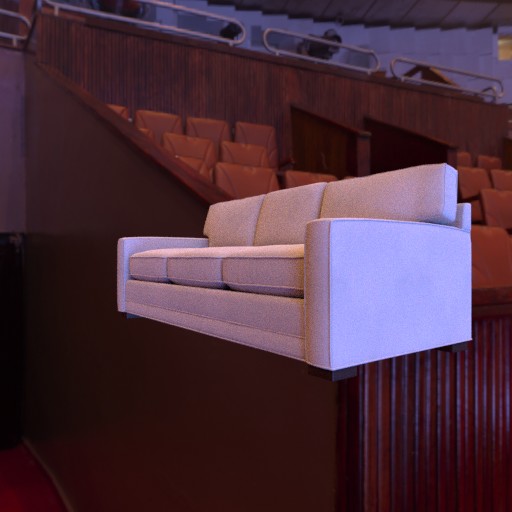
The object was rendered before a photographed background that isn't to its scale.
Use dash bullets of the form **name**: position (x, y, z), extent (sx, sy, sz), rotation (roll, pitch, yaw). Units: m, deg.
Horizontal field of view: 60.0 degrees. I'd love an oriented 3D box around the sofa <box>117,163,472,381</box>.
- **sofa**: position (0.000, 0.000, 2.595), extent (0.935, 0.862, 2.088), rotation (0, 0, -37)
